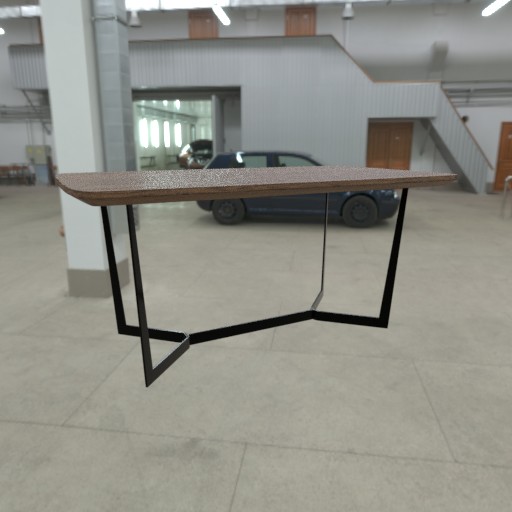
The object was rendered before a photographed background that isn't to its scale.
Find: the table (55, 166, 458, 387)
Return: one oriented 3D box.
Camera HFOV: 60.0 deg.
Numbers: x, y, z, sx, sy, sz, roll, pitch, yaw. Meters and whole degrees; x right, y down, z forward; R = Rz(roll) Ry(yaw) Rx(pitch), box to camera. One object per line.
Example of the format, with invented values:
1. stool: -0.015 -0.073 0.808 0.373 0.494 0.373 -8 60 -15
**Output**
1. table: 0.000 0.000 2.099 1.643 0.765 0.949 -7 16 -26
